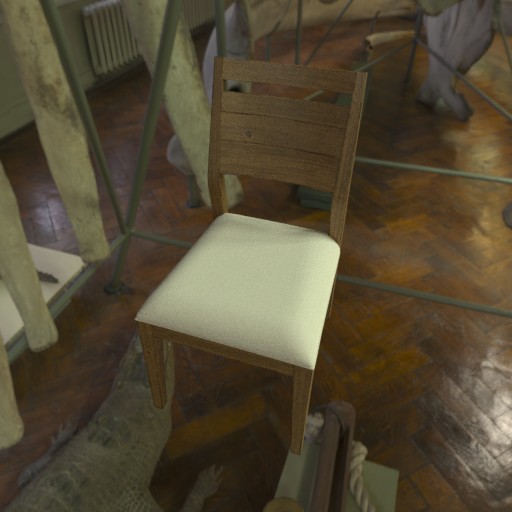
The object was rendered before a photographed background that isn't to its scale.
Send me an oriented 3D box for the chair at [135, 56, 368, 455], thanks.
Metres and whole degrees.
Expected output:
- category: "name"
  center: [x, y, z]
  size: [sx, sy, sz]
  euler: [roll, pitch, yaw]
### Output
- category: "chair"
  center: [0.000, 0.000, 1.305]
  size: [0.497, 0.939, 0.610]
  euler: [13, 42, 15]
